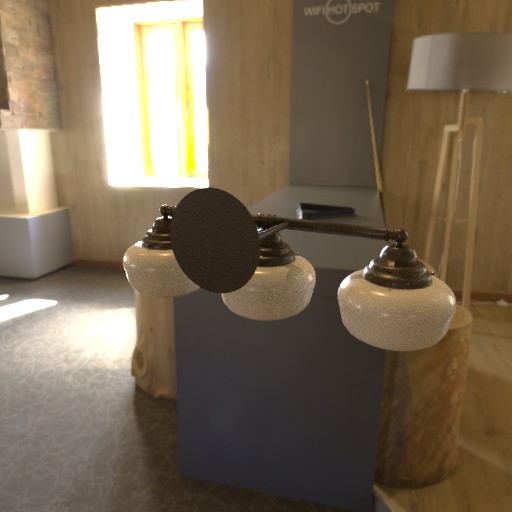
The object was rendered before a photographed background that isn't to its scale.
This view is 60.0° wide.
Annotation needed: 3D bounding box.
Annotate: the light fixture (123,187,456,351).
[{"bbox_3d":[0.000,0.000,0.702,0.587,0.242,0.239,9,18,28],"label":"light fixture"}]
